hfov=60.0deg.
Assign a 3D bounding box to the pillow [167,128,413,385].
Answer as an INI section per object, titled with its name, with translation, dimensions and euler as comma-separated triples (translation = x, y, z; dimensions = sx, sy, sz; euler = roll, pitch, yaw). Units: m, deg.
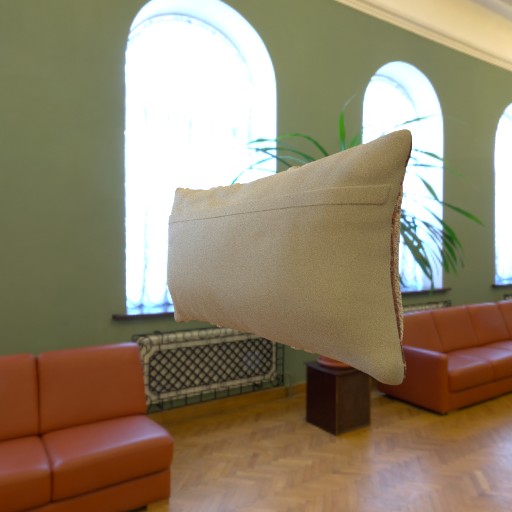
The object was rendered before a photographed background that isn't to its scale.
[pillow]
translation = 0.000, 0.000, 0.731
dimensions = 0.161, 0.295, 0.608
euler = 0, 1, -35
